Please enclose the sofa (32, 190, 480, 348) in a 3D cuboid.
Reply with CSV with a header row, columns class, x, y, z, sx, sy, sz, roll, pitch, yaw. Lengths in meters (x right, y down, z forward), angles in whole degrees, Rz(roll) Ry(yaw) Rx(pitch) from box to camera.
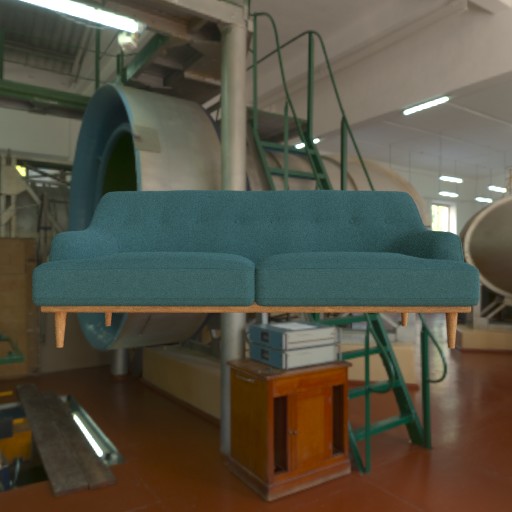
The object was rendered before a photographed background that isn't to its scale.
class,x,y,z,sx,sy,sz,roll,pitch,yaw
sofa,0.000,0.000,2.476,2.057,0.871,0.978,0,0,0
